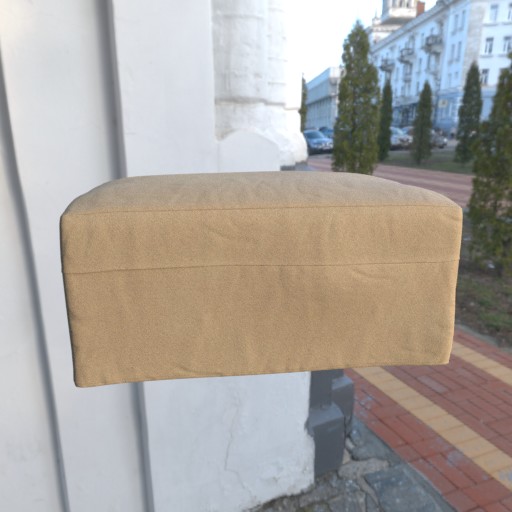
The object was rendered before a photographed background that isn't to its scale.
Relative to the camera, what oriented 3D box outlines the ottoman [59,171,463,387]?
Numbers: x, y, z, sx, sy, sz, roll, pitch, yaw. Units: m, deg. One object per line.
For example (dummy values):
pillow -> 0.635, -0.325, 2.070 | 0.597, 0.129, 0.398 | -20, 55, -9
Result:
ottoman -> 0.000, 0.000, 1.203 | 0.872, 0.444, 0.590 | -2, 16, -7
